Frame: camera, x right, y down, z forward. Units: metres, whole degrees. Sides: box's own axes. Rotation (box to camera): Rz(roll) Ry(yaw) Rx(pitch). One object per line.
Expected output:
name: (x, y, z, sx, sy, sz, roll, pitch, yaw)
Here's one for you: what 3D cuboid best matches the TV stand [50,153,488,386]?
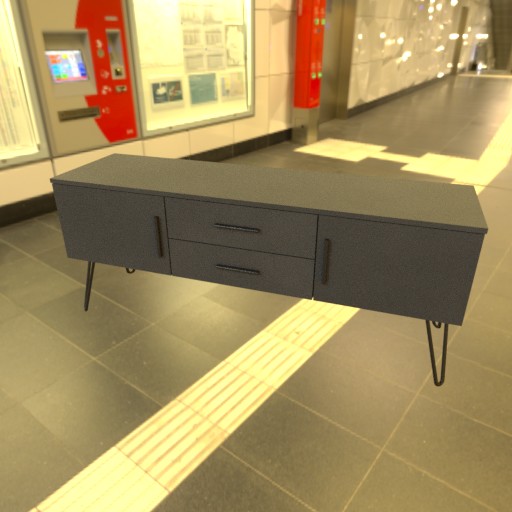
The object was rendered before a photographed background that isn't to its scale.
TV stand: (0.000, 0.000, 1.635, 1.400, 0.560, 0.400, 9, 28, 17)
